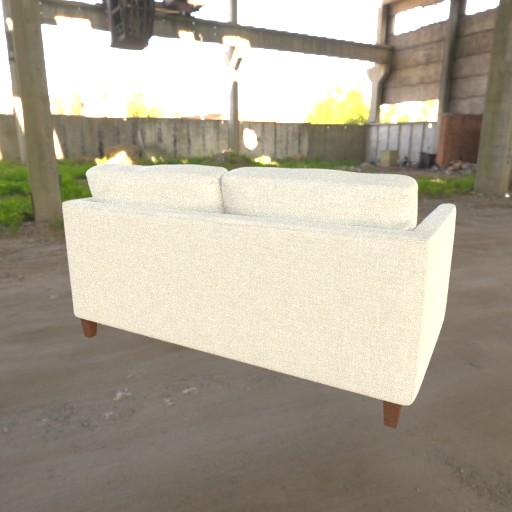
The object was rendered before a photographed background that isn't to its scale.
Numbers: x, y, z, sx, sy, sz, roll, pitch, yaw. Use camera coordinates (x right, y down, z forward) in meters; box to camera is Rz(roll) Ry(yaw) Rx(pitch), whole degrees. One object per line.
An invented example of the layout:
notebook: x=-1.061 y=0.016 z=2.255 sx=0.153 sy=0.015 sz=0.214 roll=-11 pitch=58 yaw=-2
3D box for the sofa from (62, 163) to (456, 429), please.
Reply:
sofa: x=0.000 y=0.000 z=2.349 sx=1.838 sy=0.963 sz=0.950 roll=8 pitch=17 yaw=28
